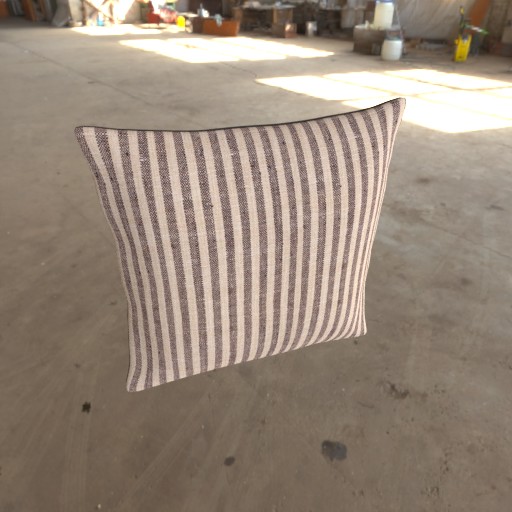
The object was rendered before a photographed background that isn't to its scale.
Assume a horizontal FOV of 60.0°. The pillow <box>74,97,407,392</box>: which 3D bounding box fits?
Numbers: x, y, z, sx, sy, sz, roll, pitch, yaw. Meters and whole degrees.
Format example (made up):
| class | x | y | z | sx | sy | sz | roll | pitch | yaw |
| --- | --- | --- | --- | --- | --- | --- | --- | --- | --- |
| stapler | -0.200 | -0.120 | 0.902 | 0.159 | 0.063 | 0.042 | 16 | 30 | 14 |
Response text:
| class | x | y | z | sx | sy | sz | roll | pitch | yaw |
| --- | --- | --- | --- | --- | --- | --- | --- | --- | --- |
| pillow | 0.000 | 0.000 | 0.788 | 0.523 | 0.506 | 0.166 | -10 | 34 | -16 |
